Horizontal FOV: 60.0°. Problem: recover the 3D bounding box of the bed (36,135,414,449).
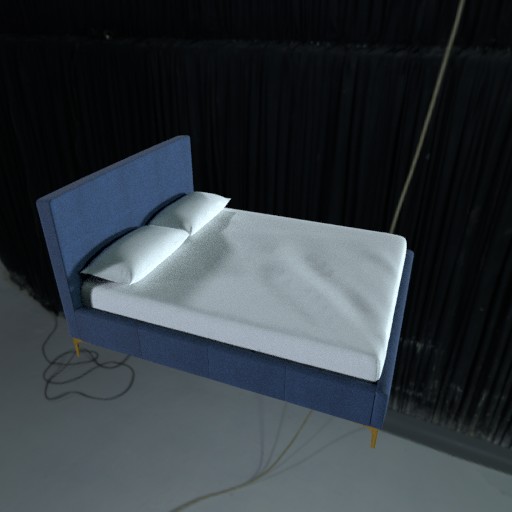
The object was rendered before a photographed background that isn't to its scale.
[{"bbox_3d":[0.000,0.000,3.270,2.172,1.231,1.723,11,31,19],"label":"bed"}]
